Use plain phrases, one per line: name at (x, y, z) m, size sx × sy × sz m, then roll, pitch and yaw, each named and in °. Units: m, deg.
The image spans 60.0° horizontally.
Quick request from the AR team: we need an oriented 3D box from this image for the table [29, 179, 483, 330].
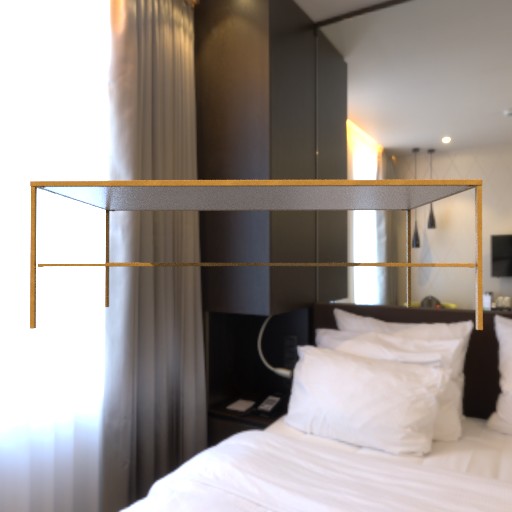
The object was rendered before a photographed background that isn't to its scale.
table at (0.000, 0.000, 1.468) m, size 1.206 × 0.398 × 0.580 m, roll 0°, pitch -1°, yaw 1°
